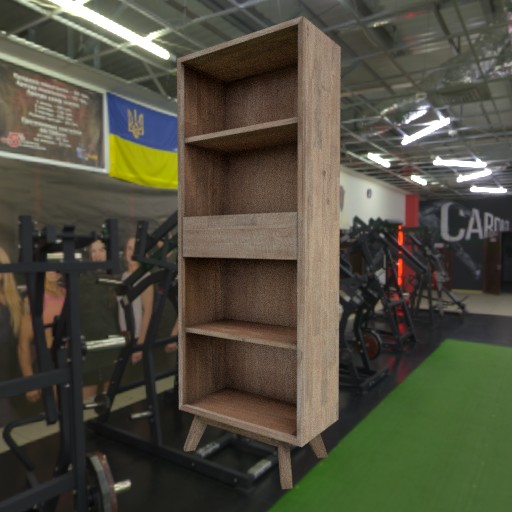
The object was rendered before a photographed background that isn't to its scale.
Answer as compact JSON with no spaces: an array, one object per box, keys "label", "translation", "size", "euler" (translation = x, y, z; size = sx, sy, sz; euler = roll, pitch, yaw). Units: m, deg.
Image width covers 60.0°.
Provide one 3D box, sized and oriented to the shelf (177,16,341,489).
[{"label":"shelf","translation":[0.000,0.000,1.484],"size":[0.491,1.342,0.267],"euler":[1,2,36]}]
